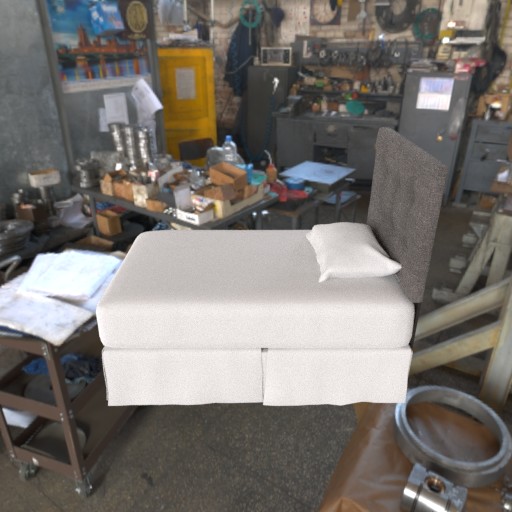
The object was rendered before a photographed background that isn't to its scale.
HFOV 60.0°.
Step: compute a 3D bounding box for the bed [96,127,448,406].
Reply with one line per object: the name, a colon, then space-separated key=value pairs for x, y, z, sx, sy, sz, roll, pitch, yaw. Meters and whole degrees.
bed: x=0.000 y=0.000 z=3.097 sx=1.997 sy=1.571 sz=1.261 roll=0 pitch=26 yaw=0
